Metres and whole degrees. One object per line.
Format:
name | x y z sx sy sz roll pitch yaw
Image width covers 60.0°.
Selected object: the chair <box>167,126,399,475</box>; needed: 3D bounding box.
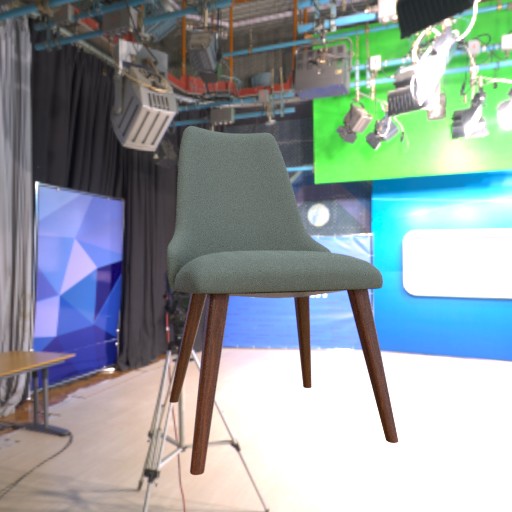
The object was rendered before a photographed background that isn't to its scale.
chair | 0.000 0.000 1.343 0.535 0.918 0.707 0 1 -18
